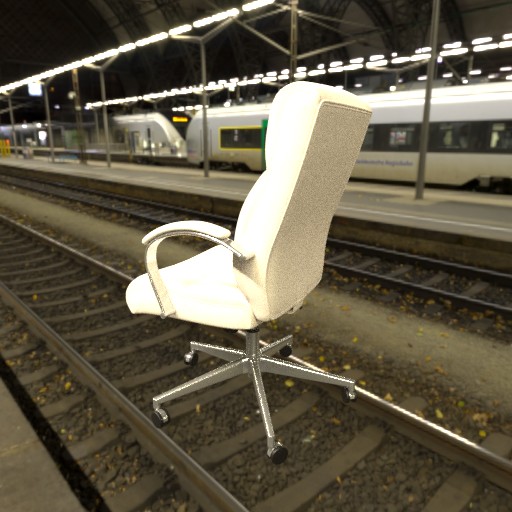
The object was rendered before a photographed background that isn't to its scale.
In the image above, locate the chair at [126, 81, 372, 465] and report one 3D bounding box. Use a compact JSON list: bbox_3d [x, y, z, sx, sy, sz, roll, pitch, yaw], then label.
[{"bbox_3d":[0.000,0.000,1.590,0.745,1.099,0.727,7,16,26],"label":"chair"}]
